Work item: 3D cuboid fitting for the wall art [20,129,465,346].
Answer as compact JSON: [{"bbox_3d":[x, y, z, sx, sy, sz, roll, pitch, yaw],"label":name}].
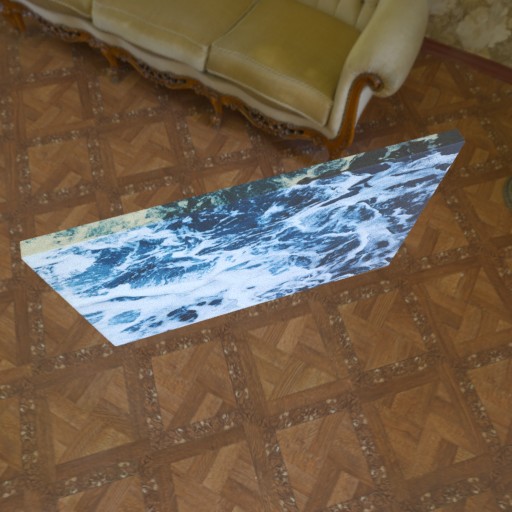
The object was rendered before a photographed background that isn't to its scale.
[{"bbox_3d":[0.000,0.000,1.152,0.915,0.610,0.042,-16,65,-8],"label":"wall art"}]
